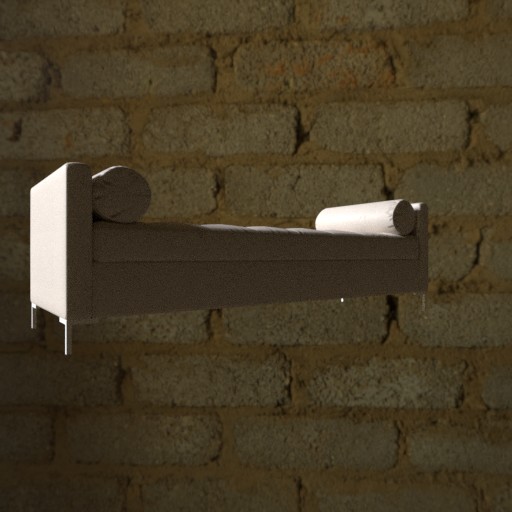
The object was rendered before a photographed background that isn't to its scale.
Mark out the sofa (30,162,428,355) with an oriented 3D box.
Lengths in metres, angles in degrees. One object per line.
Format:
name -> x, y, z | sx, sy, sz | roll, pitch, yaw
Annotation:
sofa -> 0.000, 0.000, 2.265 | 1.981, 0.635, 0.686 | 0, 0, -36
